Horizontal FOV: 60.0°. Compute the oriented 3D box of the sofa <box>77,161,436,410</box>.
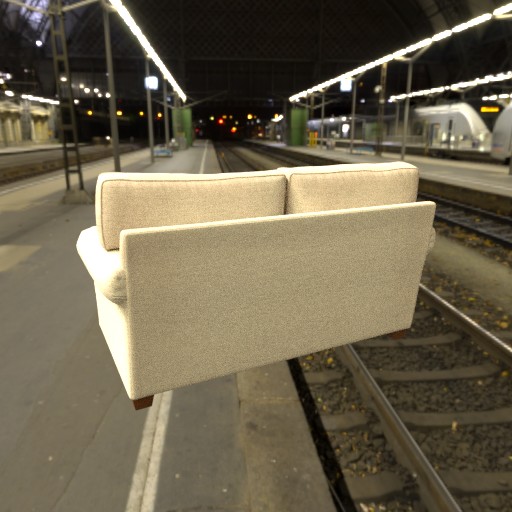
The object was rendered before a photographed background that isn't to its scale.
[{"bbox_3d":[0.000,0.000,2.351,1.701,0.966,0.966,-8,17,-26],"label":"sofa"}]
